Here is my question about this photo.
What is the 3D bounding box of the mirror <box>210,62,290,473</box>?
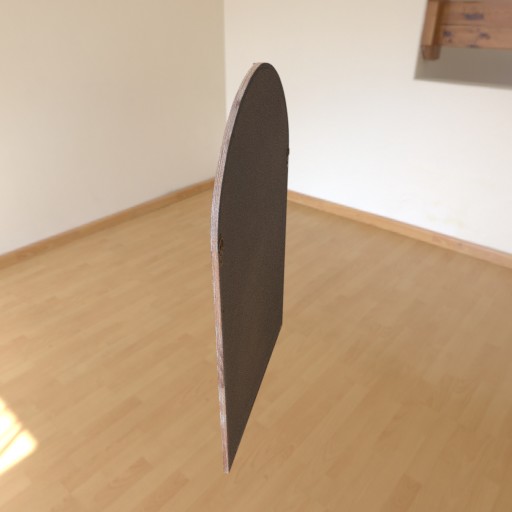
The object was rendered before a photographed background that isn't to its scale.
[{"bbox_3d":[0.000,0.000,1.138,0.032,0.915,0.609,8,31,13],"label":"mirror"}]
